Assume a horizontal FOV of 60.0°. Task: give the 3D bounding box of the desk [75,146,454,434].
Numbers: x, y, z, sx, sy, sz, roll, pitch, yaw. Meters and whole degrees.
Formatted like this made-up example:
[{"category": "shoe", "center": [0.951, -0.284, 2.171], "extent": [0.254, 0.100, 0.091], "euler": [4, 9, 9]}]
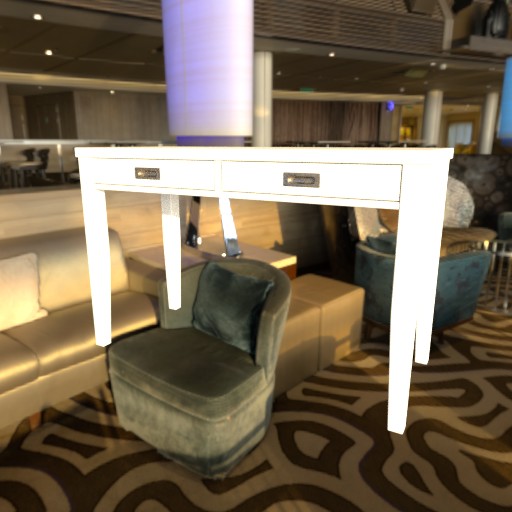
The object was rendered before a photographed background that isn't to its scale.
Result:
[{"category": "desk", "center": [0.000, 0.000, 1.633], "extent": [1.220, 0.775, 0.508], "euler": [8, 16, 27]}]
